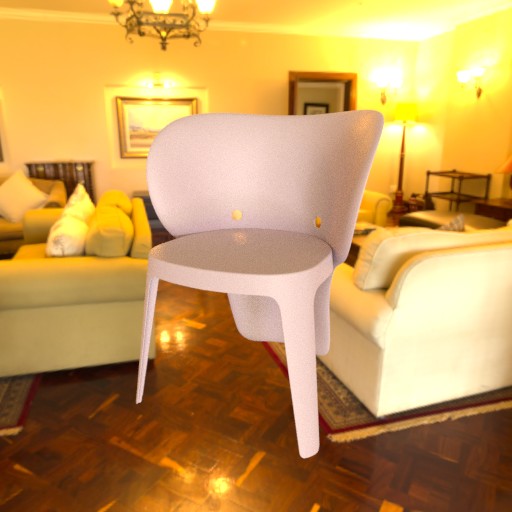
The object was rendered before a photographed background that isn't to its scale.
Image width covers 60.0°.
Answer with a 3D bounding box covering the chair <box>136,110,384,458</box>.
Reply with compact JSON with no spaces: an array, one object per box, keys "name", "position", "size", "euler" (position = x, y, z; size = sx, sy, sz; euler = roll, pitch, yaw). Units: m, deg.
[{"name":"chair","position":[0.000,0.000,0.875],"size":[0.451,0.554,0.402],"euler":[7,17,25]}]
